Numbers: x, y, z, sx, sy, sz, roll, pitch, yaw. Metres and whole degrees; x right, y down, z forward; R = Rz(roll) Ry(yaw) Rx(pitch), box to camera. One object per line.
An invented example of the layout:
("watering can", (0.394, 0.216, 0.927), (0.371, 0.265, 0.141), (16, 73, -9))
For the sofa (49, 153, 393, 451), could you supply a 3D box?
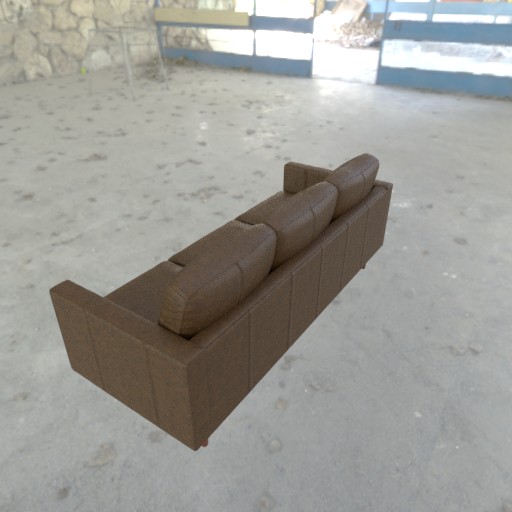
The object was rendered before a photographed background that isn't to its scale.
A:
("sofa", (0.000, 0.000, 2.775), (0.903, 0.930, 2.231), (19, 36, 29))
